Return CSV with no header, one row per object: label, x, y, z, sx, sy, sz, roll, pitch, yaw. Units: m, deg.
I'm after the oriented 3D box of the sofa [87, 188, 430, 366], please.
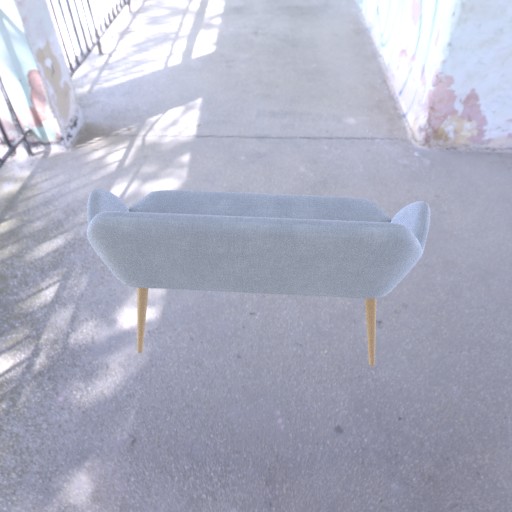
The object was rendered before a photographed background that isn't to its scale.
sofa,0.000,0.000,1.610,1.150,0.840,0.610,3,46,2
